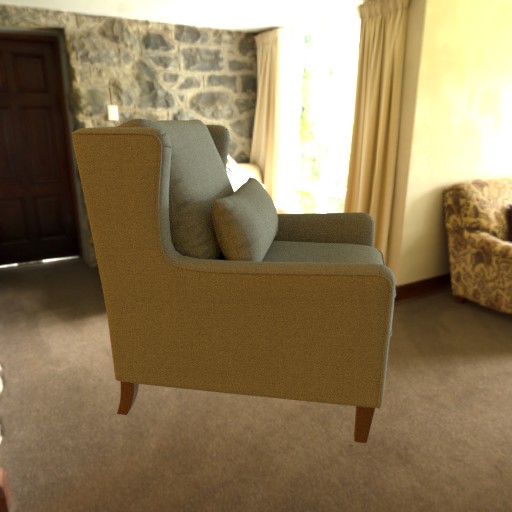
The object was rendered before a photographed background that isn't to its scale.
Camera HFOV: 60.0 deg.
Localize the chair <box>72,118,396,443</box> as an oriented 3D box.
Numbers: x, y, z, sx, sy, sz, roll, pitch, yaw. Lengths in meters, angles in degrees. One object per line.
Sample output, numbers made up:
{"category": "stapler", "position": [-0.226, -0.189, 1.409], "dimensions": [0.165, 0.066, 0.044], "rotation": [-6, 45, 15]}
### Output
{"category": "chair", "position": [0.000, 0.000, 1.785], "dimensions": [1.040, 1.056, 0.866], "rotation": [3, 17, 9]}
